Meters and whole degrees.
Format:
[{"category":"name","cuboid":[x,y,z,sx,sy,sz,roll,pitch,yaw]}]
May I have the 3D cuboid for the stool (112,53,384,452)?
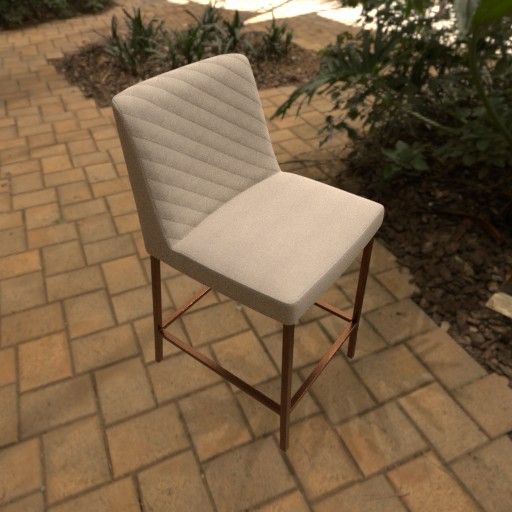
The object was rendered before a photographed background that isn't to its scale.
[{"category":"stool","cuboid":[0.000,0.000,1.305,0.576,0.973,0.507,26,46,27]}]
